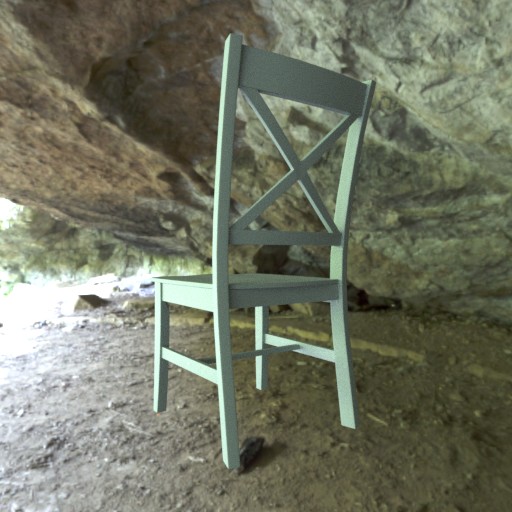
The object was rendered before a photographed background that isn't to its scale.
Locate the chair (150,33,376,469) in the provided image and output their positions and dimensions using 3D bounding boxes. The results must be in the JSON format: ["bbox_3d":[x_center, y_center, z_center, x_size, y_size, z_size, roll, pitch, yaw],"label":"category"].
[{"bbox_3d":[0.000,0.000,1.317,0.485,0.983,0.542,0,0,-35],"label":"chair"}]
